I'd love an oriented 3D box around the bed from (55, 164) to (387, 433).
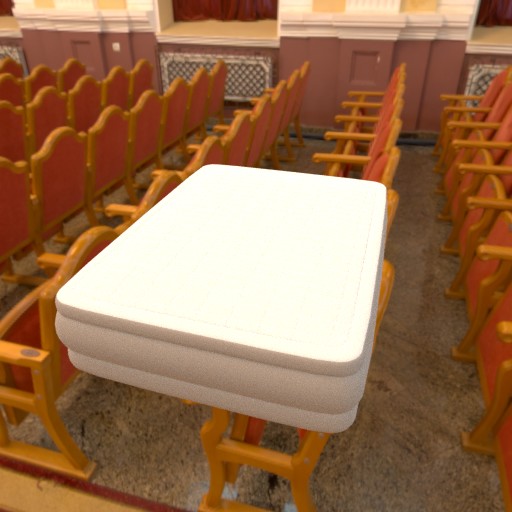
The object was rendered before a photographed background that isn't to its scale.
[{"bbox_3d":[0.000,0.000,2.754,1.520,0.460,2.036,9,33,14],"label":"bed"}]
